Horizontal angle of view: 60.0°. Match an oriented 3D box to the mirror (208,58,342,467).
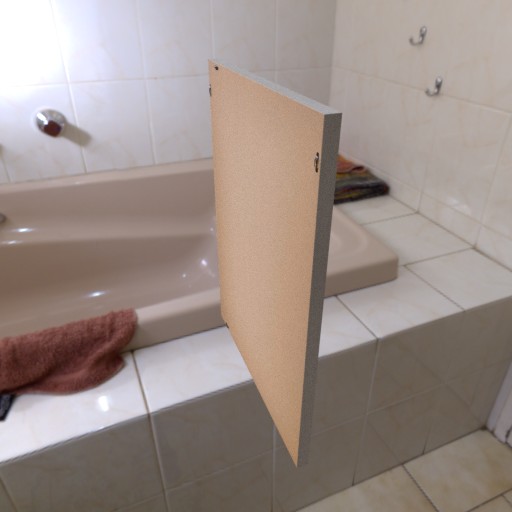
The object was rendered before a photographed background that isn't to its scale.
[{"bbox_3d":[0.000,0.000,1.348,0.041,1.016,0.762,-11,33,-18],"label":"mirror"}]
